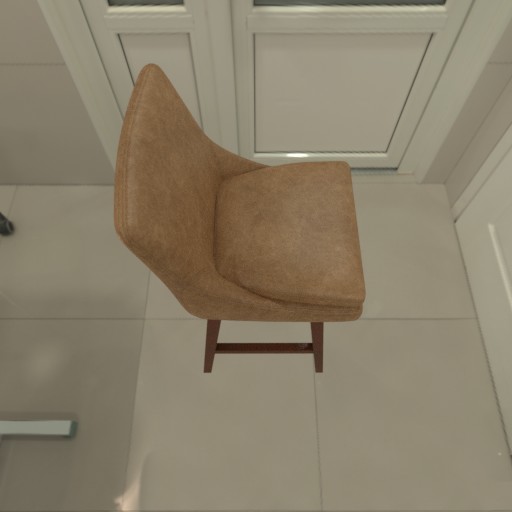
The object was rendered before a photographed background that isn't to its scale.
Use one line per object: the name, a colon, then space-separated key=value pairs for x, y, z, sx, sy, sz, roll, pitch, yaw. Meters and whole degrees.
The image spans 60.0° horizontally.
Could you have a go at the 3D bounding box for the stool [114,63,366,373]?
stool: x=0.000 y=0.000 z=1.383 sx=0.572 sy=1.079 sz=0.487 roll=0 pitch=63 yaw=0
